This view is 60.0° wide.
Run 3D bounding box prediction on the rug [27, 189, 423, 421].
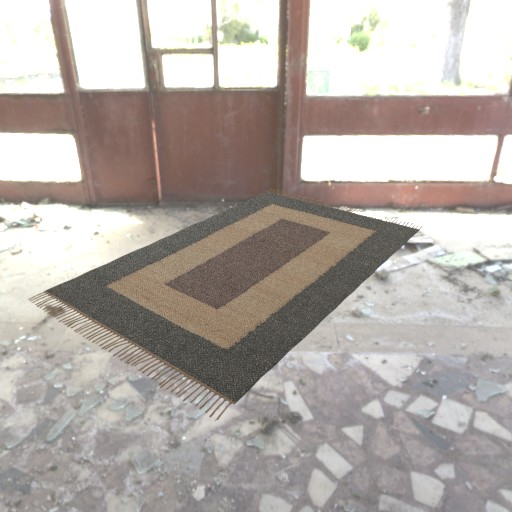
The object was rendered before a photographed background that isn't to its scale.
[{"bbox_3d":[0.000,0.000,1.881,0.920,0.013,1.541,19,33,33],"label":"rug"}]
